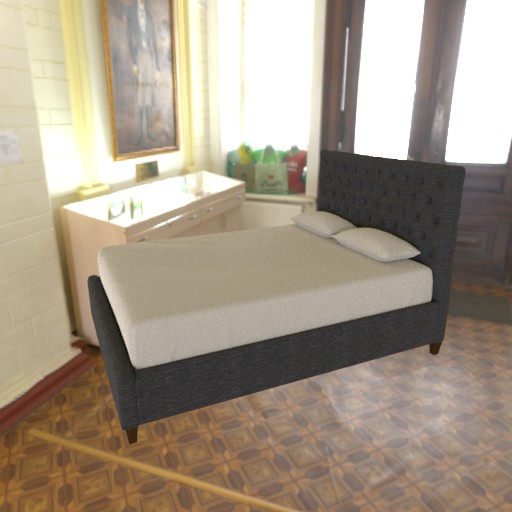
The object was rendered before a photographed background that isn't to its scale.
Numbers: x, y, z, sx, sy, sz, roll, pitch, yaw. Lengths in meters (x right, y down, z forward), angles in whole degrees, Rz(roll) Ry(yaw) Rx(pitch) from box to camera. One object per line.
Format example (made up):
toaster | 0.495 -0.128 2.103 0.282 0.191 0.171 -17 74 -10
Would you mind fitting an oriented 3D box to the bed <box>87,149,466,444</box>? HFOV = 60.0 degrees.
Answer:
bed | 0.000 0.000 3.425 2.387 1.427 1.698 -8 19 -24
